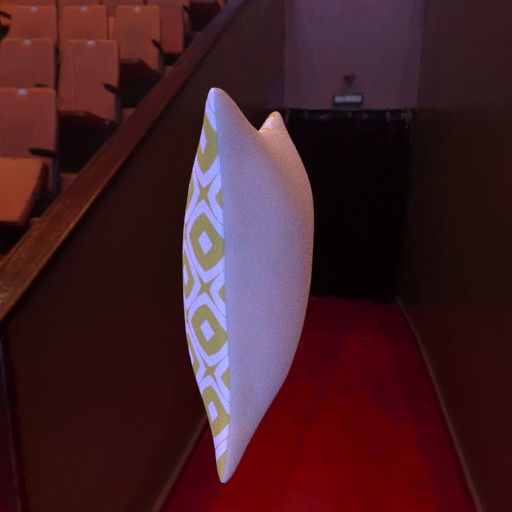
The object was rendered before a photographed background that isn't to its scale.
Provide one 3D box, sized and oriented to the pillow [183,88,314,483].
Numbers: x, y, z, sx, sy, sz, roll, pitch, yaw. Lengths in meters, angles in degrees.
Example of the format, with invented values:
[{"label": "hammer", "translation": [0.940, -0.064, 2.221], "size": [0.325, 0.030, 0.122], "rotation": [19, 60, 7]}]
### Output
[{"label": "pillow", "translation": [0.000, 0.000, 0.756], "size": [0.188, 0.494, 0.504], "rotation": [3, 16, 9]}]
